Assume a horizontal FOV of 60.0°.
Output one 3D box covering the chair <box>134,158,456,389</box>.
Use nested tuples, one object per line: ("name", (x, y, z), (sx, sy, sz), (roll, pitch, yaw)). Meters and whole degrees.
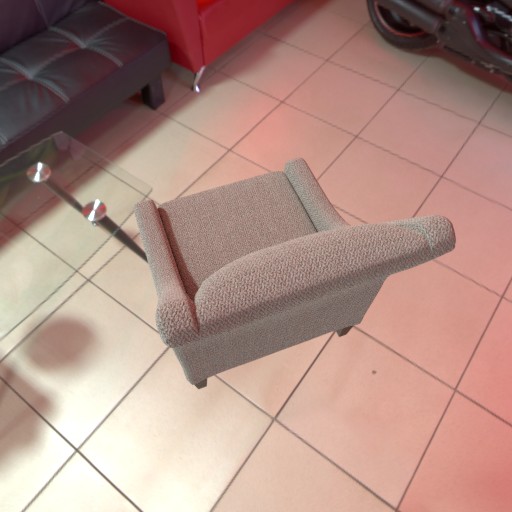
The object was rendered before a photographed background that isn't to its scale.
("chair", (0.000, 0.000, 1.636), (0.774, 1.014, 0.870), (-18, 59, -11))
